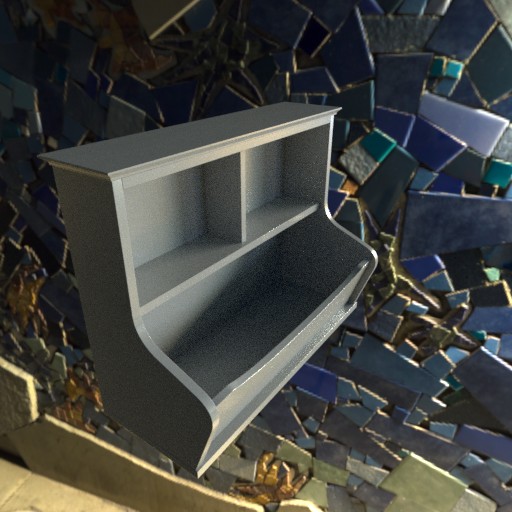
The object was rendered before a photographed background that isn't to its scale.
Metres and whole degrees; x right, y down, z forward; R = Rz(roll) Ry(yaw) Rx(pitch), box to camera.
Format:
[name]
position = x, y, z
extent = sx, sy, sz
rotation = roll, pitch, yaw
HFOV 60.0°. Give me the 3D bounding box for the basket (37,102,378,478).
[basket]
position = 0.000, 0.000, 1.075
extent = 0.350, 0.600, 0.780
rotation = 18, 32, 31
